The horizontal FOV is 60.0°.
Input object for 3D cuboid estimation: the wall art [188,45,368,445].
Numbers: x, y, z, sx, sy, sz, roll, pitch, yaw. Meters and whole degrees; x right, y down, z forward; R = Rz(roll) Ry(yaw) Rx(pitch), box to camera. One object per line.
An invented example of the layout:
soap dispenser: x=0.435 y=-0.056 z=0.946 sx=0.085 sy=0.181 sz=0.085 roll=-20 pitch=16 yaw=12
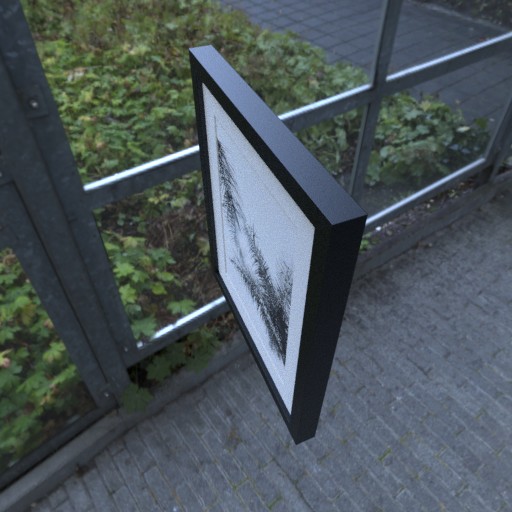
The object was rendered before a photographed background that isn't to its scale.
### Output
wall art: x=0.000 y=0.000 z=0.541 sx=0.028 sy=0.380 sz=0.325 roll=-17 pitch=48 yaw=-16
